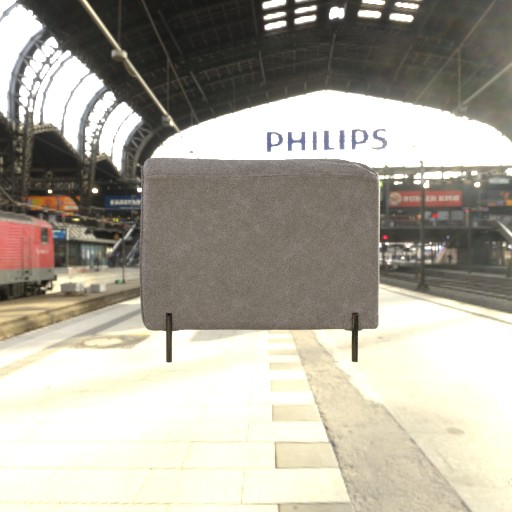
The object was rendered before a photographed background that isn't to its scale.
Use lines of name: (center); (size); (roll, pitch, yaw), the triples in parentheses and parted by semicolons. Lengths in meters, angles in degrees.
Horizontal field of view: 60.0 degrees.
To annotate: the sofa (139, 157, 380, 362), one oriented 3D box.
sofa: (0.000, 0.000, 2.687); (0.899, 0.758, 2.238); (0, 0, -1)
